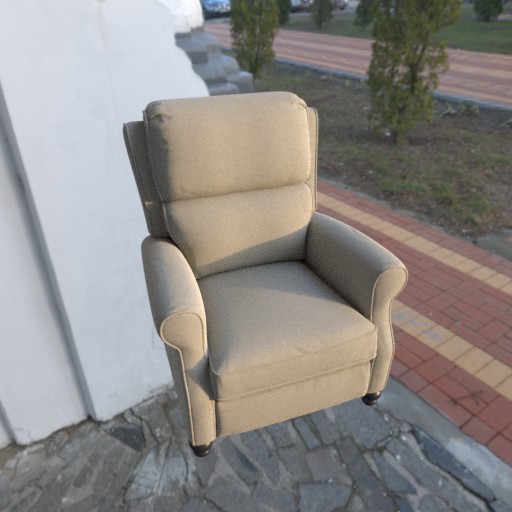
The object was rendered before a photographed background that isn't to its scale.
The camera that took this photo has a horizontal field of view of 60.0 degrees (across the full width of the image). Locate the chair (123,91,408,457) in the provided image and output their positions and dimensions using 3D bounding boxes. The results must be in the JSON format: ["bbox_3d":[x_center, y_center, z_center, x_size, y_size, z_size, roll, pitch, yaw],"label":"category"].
[{"bbox_3d":[0.000,0.000,1.705,0.859,1.046,0.919,-10,33,-16],"label":"chair"}]
